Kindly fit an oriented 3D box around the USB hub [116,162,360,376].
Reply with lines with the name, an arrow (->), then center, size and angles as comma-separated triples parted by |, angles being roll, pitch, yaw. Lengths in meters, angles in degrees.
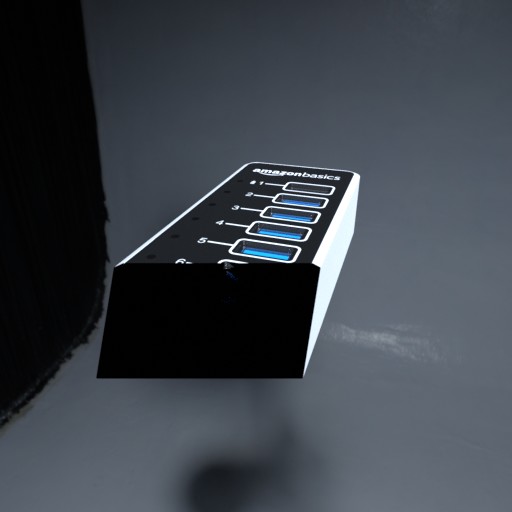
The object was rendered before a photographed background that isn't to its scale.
USB hub -> 0.000, 0.000, 0.128 | 0.044, 0.023, 0.110 | 9, 29, 17
